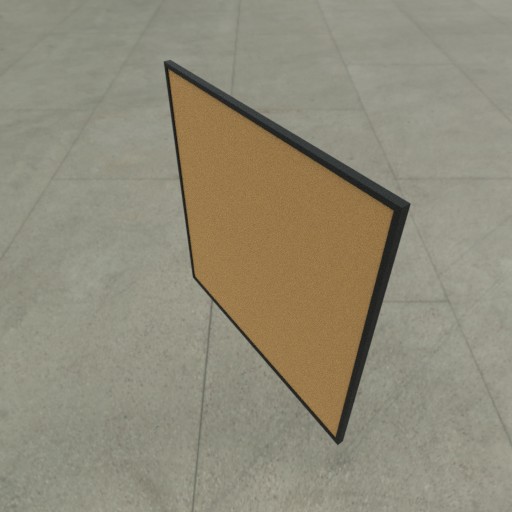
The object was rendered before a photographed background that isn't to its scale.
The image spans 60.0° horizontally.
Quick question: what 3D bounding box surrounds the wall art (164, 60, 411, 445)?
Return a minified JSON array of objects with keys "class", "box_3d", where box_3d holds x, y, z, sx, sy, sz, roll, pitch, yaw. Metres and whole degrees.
[{"class":"wall art","box_3d":[0.000,0.000,0.683,0.013,0.457,0.458,-26,48,-26]}]
